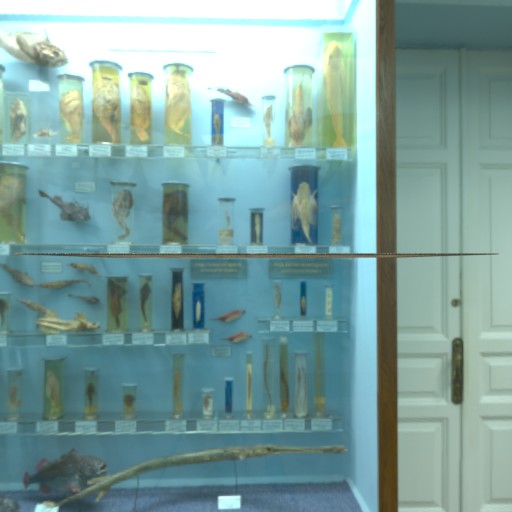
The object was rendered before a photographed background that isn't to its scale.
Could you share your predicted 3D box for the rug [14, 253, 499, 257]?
[{"bbox_3d":[0.000,0.000,2.951,2.435,0.006,1.521,0,-1,-1],"label":"rug"}]
